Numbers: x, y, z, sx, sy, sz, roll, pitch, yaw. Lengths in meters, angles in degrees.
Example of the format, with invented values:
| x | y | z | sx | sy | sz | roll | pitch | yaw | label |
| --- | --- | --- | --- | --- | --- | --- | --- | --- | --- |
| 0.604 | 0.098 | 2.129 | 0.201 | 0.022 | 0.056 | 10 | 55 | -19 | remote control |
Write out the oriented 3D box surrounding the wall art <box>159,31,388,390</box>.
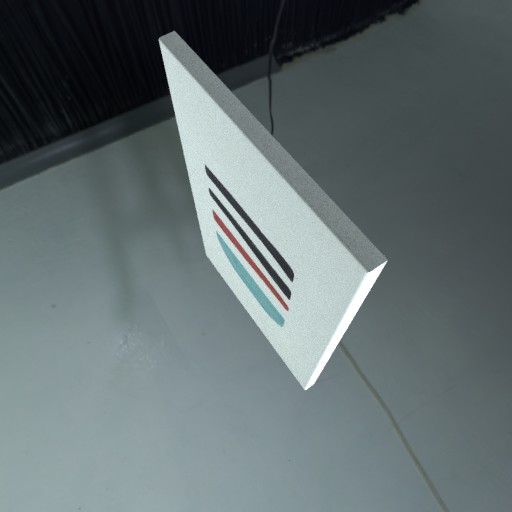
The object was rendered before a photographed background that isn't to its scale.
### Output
| x | y | z | sx | sy | sz | roll | pitch | yaw | label |
| --- | --- | --- | --- | --- | --- | --- | --- | --- | --- |
| 0.000 | 0.000 | 1.151 | 0.038 | 0.912 | 0.607 | -32 | 67 | -15 | wall art |
